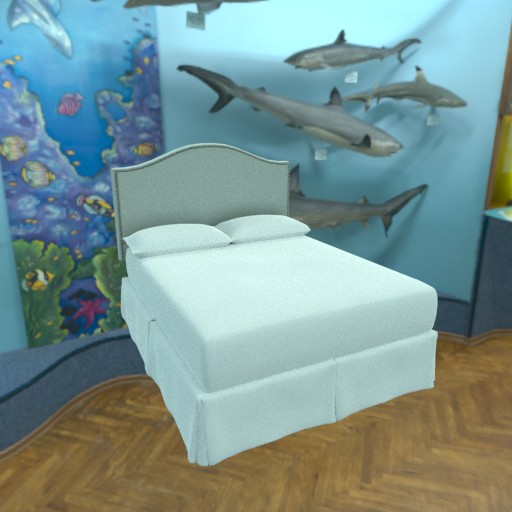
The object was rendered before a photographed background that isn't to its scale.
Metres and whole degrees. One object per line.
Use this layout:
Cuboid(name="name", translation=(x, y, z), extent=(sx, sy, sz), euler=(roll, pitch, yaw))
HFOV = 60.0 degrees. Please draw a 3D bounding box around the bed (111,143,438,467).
Cuboid(name="bed", translation=(0.000, 0.000, 3.405), extent=(1.813, 1.607, 2.180), euler=(-8, 18, -25))
